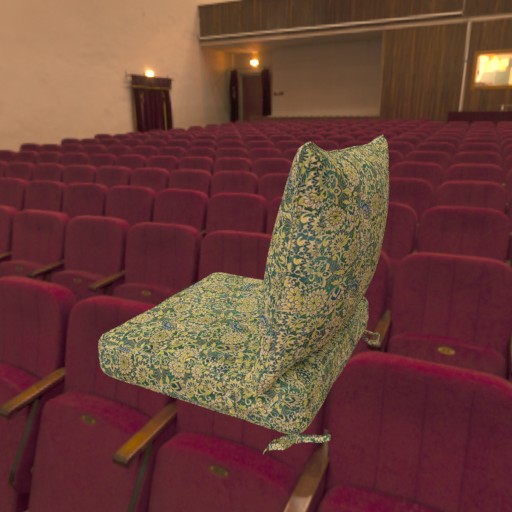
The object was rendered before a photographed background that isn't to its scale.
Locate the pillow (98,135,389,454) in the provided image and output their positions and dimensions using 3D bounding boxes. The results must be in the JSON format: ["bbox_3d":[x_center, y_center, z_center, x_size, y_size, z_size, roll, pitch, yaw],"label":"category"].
[{"bbox_3d":[0.000,0.000,1.372,0.740,0.722,0.798,8,19,25],"label":"pillow"}]
